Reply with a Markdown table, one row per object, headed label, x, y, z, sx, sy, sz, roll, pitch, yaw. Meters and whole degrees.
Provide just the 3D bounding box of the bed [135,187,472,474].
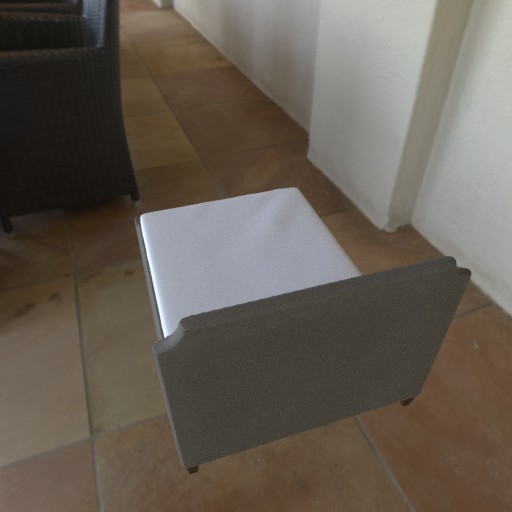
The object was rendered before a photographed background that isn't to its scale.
| label | x | y | z | sx | sy | sz | roll | pitch | yaw |
| --- | --- | --- | --- | --- | --- | --- | --- | --- | --- |
| bed | 0.000 | 0.000 | 3.394 | 1.712 | 1.443 | 2.372 | -12 | 42 | -13 |
